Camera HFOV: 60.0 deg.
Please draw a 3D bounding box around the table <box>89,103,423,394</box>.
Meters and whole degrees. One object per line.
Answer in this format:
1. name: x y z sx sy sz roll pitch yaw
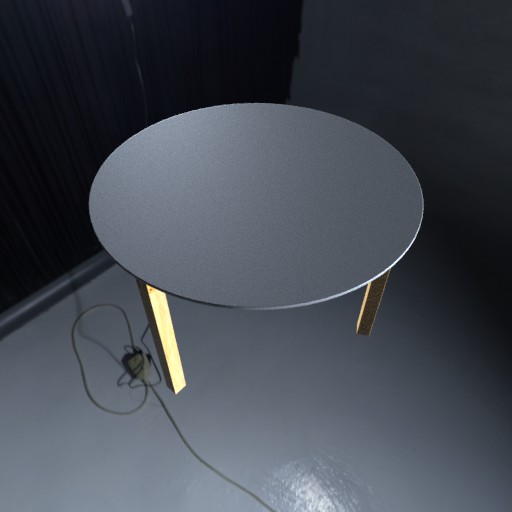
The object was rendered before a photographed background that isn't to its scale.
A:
1. table: 0.000 0.000 0.966 0.600 0.405 0.600 0 45 0
